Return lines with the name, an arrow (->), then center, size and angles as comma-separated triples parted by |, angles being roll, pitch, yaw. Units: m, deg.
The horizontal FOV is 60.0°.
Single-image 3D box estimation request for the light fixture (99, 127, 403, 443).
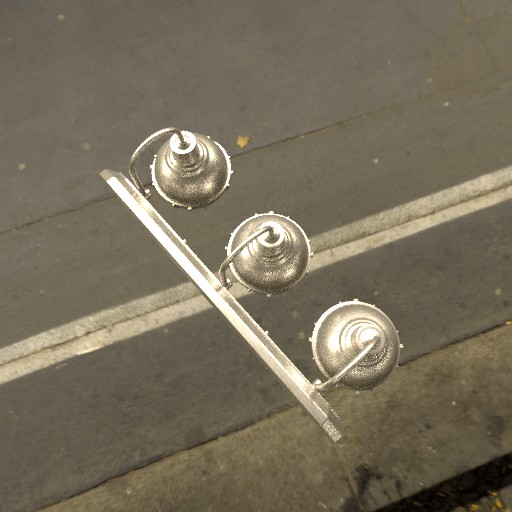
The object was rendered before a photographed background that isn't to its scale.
light fixture -> 0.000, 0.000, 0.795 | 0.229, 0.254, 0.634 | -41, 78, -10
